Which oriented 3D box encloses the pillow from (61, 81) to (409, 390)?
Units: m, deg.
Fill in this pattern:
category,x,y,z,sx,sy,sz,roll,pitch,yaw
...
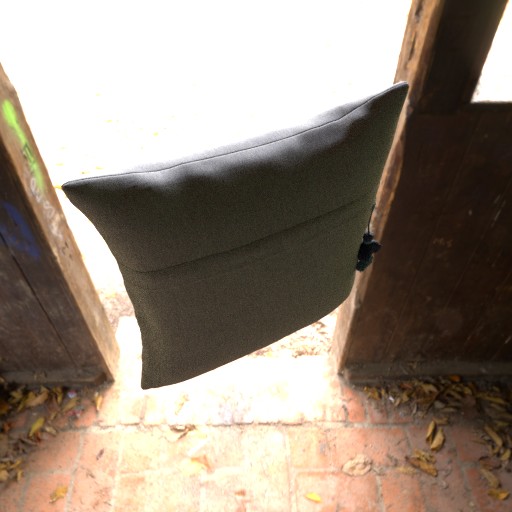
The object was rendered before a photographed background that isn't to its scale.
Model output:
category,x,y,z,sx,sy,sz,roll,pitch,yaw
pillow,0.000,0.000,0.652,0.433,0.436,0.173,-22,50,-20
